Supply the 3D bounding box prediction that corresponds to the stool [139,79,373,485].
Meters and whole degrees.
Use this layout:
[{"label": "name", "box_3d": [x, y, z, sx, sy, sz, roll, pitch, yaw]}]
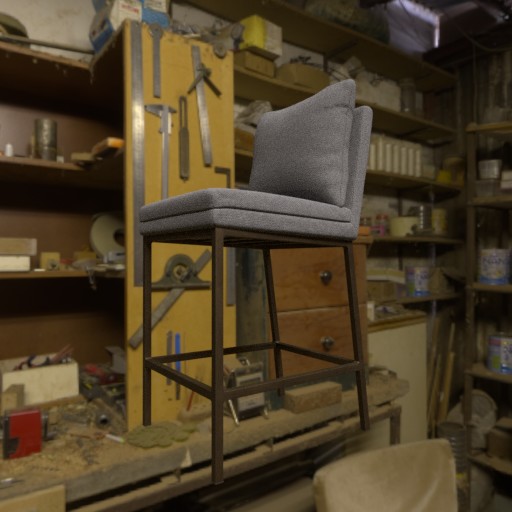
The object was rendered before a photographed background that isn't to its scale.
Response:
[{"label": "stool", "box_3d": [0.000, 0.000, 1.333, 0.569, 1.031, 0.463, 0, -1, -35]}]
